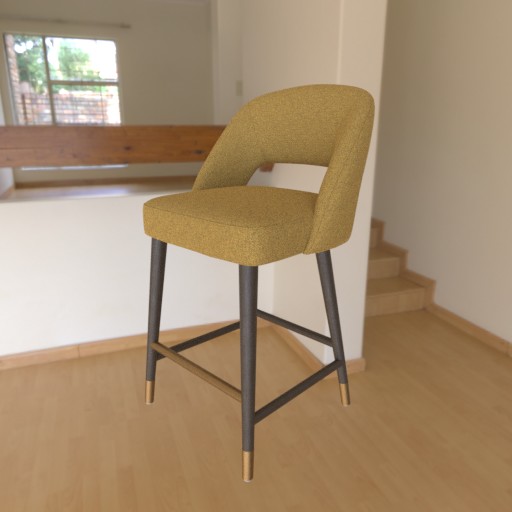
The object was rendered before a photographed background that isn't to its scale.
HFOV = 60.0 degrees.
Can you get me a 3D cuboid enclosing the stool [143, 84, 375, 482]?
[{"bbox_3d":[0.000,0.000,1.261,0.536,0.939,0.522,16,23,43],"label":"stool"}]
